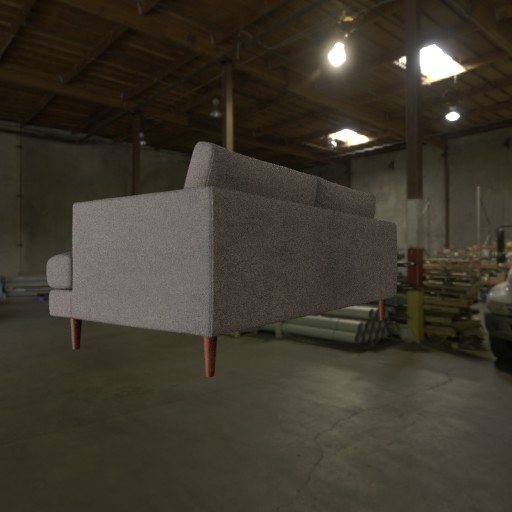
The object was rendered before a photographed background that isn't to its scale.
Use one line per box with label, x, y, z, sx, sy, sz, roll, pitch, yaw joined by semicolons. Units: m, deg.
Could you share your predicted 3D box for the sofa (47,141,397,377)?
sofa;0.000;0.000;2.549;1.020;0.868;1.948;0;0;35
